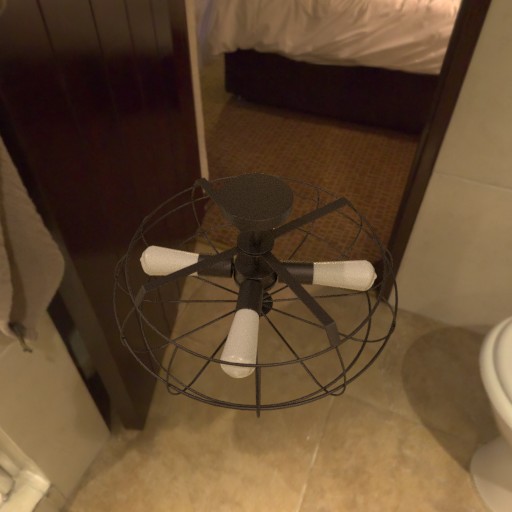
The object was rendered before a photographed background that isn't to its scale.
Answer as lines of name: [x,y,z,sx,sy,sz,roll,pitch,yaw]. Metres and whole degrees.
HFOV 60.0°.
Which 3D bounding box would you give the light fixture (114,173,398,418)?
light fixture: [0.000,0.000,0.886,0.582,0.311,0.582,0,45,0]
